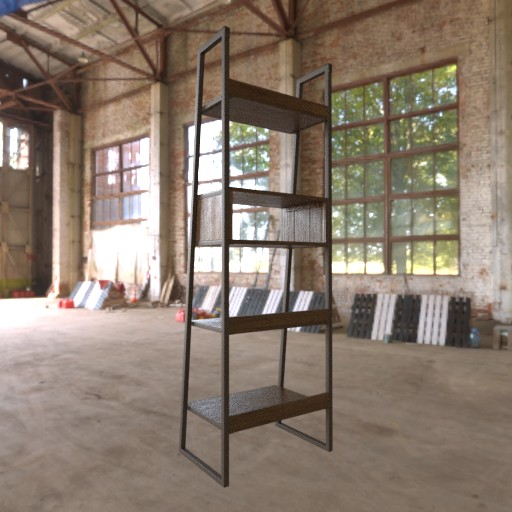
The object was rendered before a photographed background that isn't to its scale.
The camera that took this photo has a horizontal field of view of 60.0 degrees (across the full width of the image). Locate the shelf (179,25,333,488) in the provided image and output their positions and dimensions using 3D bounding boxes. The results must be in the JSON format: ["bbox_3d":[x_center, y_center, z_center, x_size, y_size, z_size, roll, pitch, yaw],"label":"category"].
[{"bbox_3d":[0.000,0.000,2.290,0.652,2.005,0.454,1,-1,-35],"label":"shelf"}]
